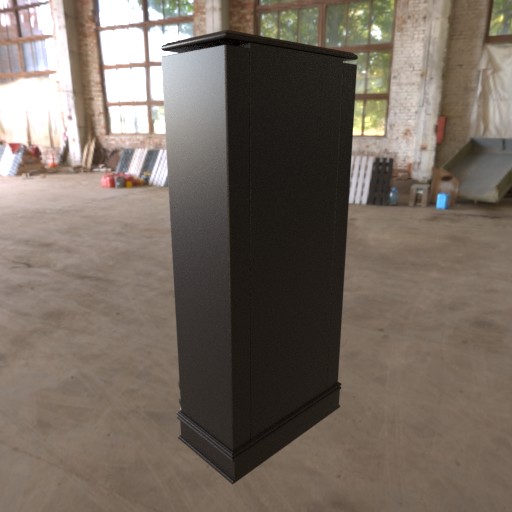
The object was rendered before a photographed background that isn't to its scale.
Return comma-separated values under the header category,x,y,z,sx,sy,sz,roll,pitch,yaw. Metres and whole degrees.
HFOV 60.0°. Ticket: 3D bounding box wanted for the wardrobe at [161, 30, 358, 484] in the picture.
category,x,y,z,sx,sy,sz,roll,pitch,yaw
wardrobe,0.000,0.000,1.187,0.444,1.011,0.295,-16,23,-42
